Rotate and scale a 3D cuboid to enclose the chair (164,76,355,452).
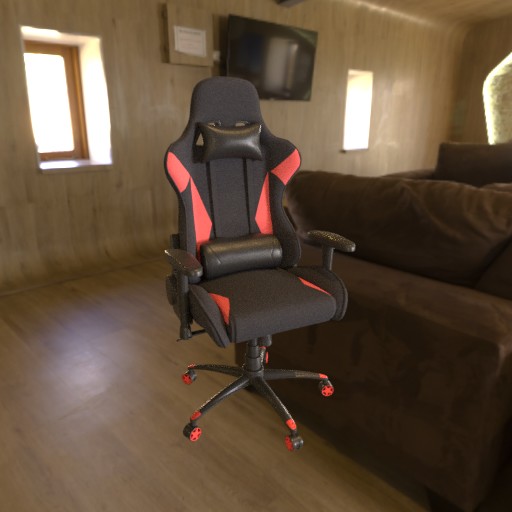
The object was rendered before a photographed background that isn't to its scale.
[{"bbox_3d":[0.000,0.000,1.706,0.695,1.326,0.658,-9,19,-26],"label":"chair"}]
